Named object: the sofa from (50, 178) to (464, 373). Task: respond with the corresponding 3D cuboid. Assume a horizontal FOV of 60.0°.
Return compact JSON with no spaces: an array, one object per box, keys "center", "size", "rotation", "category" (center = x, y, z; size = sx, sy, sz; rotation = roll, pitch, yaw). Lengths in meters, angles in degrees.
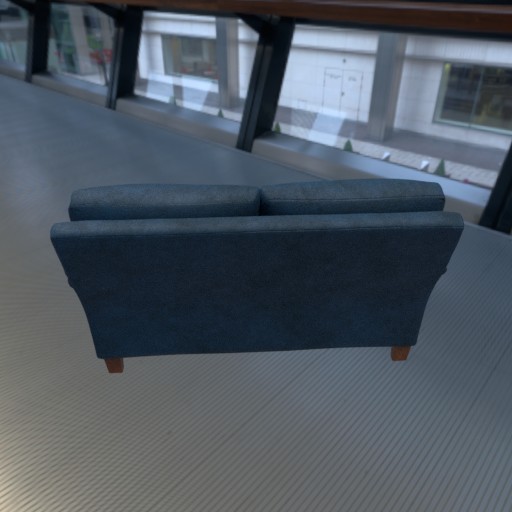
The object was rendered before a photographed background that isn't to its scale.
[{"center":[0.000,0.000,2.556],"size":[1.853,1.101,1.084],"rotation":[-2,31,-3],"category":"sofa"}]
